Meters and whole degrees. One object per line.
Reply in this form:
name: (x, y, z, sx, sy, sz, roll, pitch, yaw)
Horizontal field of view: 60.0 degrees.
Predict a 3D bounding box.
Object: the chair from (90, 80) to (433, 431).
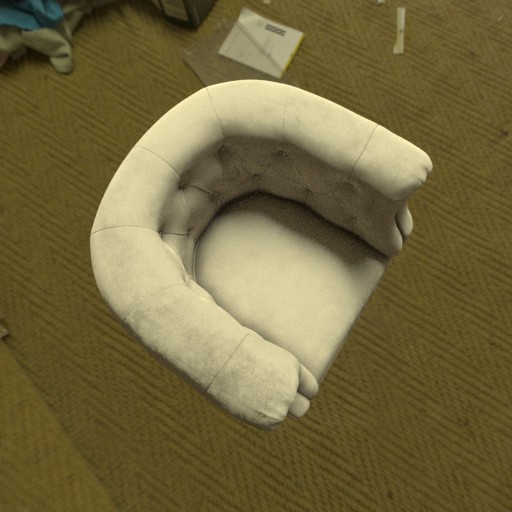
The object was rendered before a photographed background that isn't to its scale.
chair: (0.000, 0.000, 1.545, 0.851, 0.826, 0.904, 32, 78, 8)
